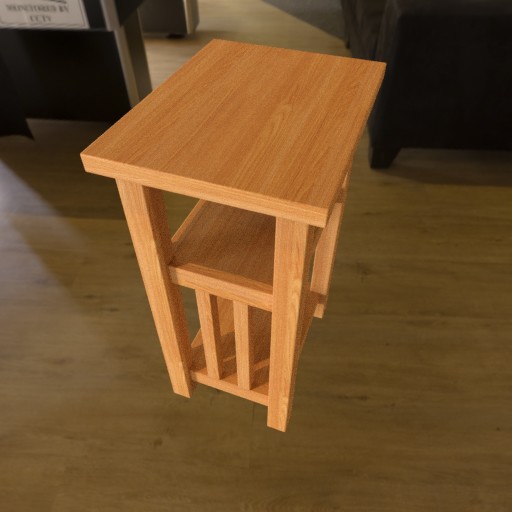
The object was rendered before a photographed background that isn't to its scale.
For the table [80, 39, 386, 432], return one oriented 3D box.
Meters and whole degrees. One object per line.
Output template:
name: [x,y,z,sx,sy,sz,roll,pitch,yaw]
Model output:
table: [0.000,0.000,0.748,0.270,0.550,0.350,15,47,14]
